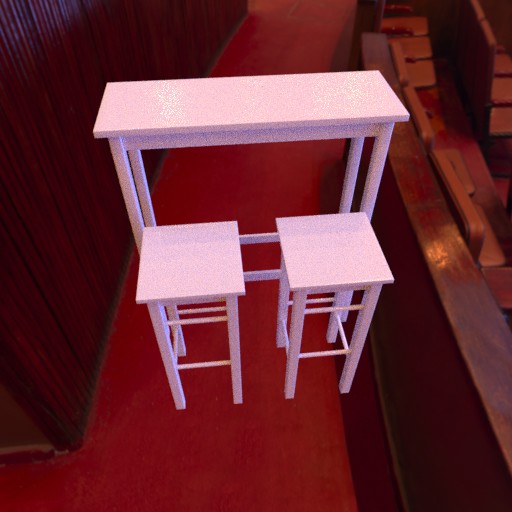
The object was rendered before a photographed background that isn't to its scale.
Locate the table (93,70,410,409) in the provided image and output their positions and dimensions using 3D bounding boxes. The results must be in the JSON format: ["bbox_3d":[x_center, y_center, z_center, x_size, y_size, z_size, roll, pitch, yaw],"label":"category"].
[{"bbox_3d":[0.000,0.000,1.643,0.915,1.065,0.650,-4,46,-4],"label":"table"}]
